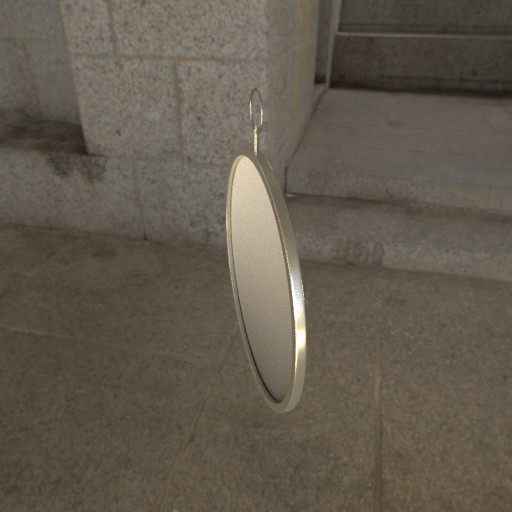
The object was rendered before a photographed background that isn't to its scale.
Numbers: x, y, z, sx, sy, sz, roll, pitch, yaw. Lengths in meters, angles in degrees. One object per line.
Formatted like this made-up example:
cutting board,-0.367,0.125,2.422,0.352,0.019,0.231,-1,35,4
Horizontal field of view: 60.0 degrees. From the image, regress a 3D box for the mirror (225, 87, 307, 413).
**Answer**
mirror,0.000,0.000,0.993,0.020,0.713,0.594,-8,31,-13
